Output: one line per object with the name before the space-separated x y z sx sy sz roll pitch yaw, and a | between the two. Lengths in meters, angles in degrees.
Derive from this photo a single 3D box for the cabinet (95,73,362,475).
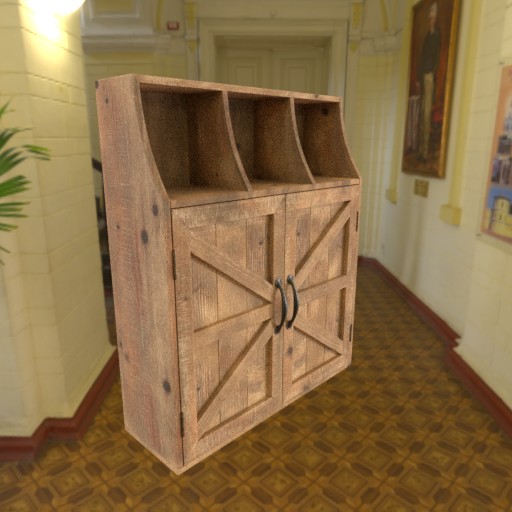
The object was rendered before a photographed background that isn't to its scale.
cabinet | 0.000 0.000 0.831 0.184 0.590 0.489 14 20 43
